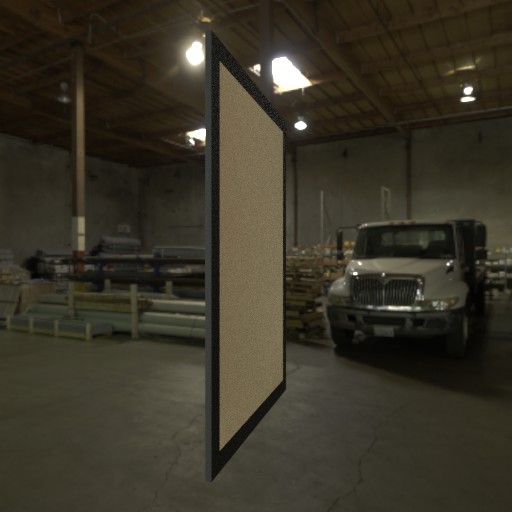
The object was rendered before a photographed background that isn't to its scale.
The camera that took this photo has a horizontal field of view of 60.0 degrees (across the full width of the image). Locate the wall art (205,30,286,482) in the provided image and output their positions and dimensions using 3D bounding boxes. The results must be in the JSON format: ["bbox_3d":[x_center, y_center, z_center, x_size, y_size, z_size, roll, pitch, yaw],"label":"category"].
[{"bbox_3d":[0.000,0.000,0.701,0.008,0.530,0.379,0,0,17],"label":"wall art"}]
